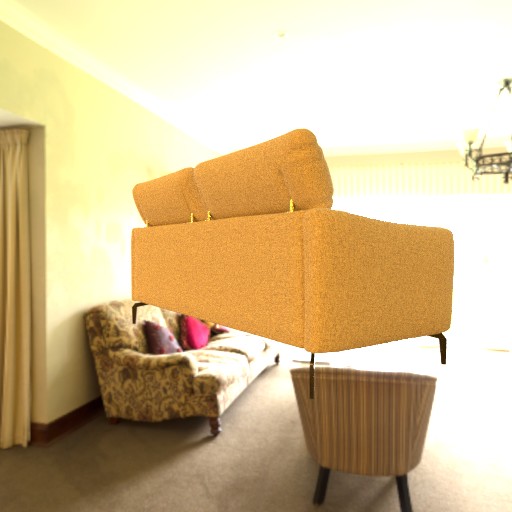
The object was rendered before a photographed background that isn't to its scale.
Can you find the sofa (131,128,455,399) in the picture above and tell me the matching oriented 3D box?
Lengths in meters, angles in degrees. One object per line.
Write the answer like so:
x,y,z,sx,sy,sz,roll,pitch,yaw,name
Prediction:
0.000,0.000,2.516,0.856,0.956,2.015,-1,1,-34,sofa
